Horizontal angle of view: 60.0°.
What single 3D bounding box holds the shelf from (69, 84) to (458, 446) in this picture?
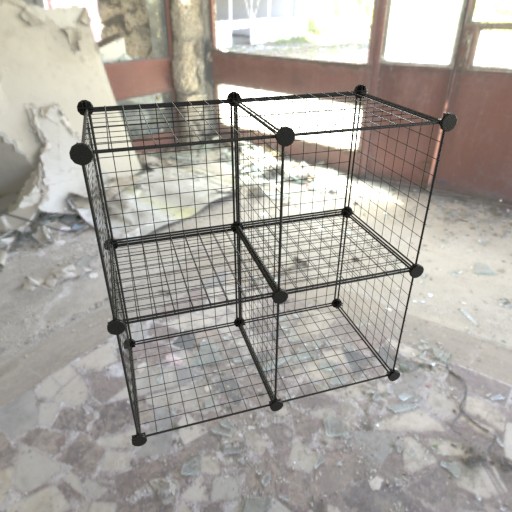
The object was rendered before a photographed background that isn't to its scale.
[{"bbox_3d":[0.000,0.000,1.090,0.711,0.711,0.356,-9,31,-15],"label":"shelf"}]
